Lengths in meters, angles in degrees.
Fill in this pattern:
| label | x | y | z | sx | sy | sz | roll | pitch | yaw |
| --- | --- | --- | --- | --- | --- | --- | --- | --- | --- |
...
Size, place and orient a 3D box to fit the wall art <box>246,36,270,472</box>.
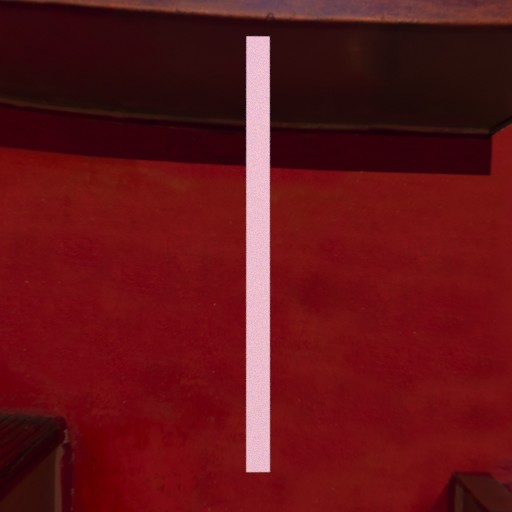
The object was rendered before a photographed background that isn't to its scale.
| label | x | y | z | sx | sy | sz | roll | pitch | yaw |
| --- | --- | --- | --- | --- | --- | --- | --- | --- | --- |
| wall art | 0.000 | 0.000 | 1.163 | 0.041 | 0.765 | 0.768 | 0 | 89 | -1 |
